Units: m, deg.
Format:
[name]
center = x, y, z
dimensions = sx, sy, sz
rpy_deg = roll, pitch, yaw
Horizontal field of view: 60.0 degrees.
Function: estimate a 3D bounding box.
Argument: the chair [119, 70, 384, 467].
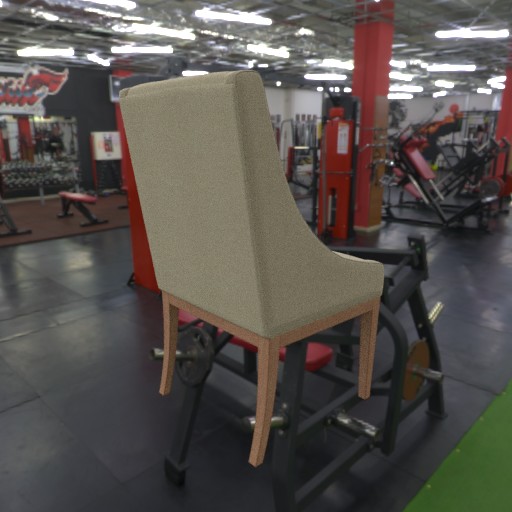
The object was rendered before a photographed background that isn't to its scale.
[chair]
center = 0.000, 0.000, 1.422
dimensions = 0.611, 1.021, 0.575
rpy_deg = -14, 20, -41
